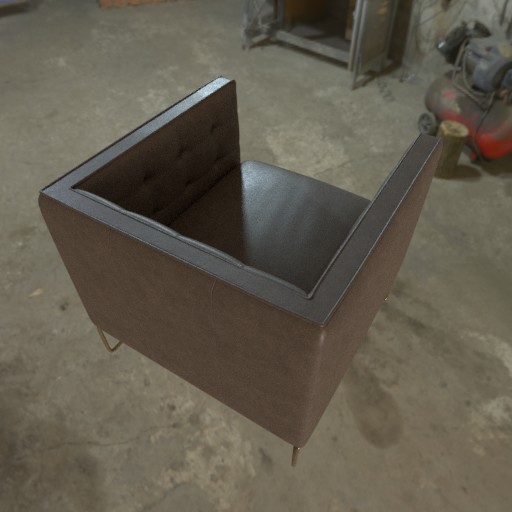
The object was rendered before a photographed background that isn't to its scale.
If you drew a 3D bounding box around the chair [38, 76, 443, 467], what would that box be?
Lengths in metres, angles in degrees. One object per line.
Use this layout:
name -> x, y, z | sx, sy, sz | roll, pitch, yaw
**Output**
chair -> 0.000, 0.000, 1.552 | 0.880, 0.790, 0.894 | 24, 50, 21
